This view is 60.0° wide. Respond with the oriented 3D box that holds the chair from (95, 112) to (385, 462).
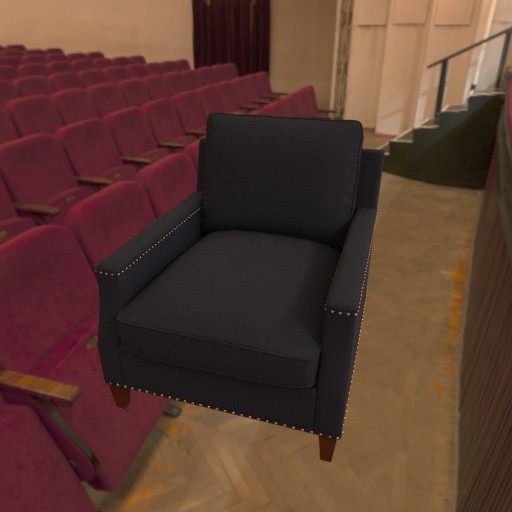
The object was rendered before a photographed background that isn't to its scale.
[{"bbox_3d":[0.000,0.000,1.724,0.853,0.943,1.014,8,28,16],"label":"chair"}]
